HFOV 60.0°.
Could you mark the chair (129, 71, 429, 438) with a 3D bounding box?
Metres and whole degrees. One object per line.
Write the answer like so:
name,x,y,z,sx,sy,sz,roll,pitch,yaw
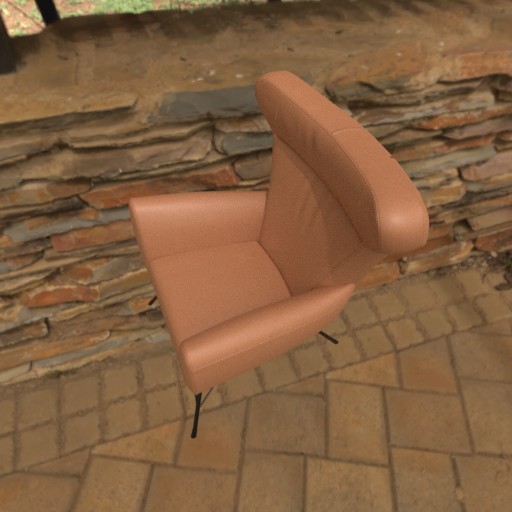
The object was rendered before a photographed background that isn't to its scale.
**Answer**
chair,0.000,0.000,1.783,0.900,1.050,0.980,-17,50,-15
